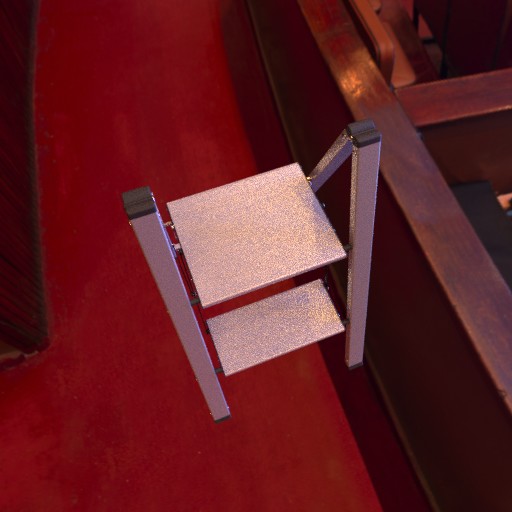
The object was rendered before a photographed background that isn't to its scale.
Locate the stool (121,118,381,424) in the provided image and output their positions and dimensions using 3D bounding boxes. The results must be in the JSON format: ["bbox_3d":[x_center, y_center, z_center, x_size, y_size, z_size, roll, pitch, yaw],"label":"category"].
[{"bbox_3d":[0.000,0.000,1.011,0.440,0.670,0.535,-19,65,-9],"label":"stool"}]
